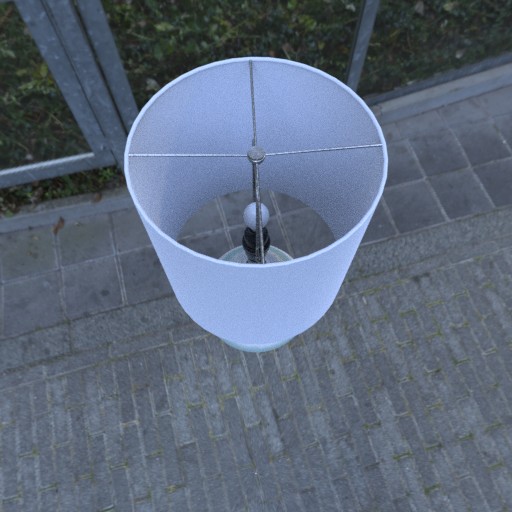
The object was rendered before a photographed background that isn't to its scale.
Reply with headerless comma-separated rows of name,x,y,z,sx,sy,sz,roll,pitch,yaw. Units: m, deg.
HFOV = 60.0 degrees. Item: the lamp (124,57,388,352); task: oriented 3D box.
lamp,0.000,0.000,0.547,0.217,0.404,0.217,-3,64,-1
